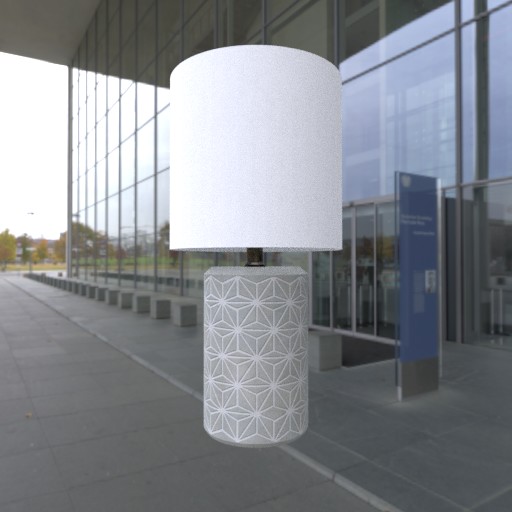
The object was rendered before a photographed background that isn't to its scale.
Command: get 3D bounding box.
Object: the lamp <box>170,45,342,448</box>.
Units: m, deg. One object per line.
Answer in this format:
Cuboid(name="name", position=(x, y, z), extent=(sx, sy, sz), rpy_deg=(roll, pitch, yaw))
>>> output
Cuboid(name="lamp", position=(0.000, 0.000, 0.540), extent=(0.206, 0.416, 0.206), rpy_deg=(0, -1, -17))
